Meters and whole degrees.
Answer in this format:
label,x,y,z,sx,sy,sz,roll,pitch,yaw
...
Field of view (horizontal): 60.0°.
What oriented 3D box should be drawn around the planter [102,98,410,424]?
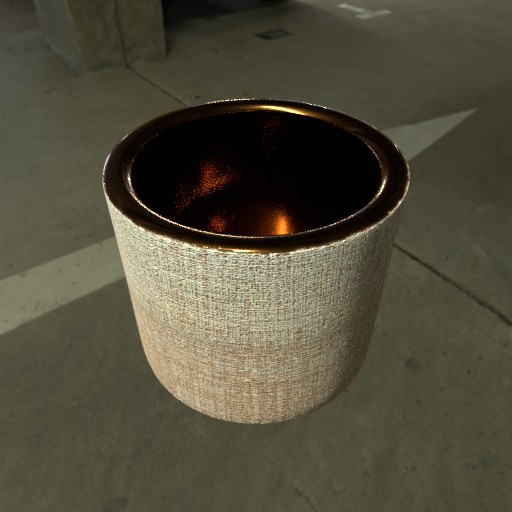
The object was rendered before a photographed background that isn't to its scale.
label,x,y,z,sx,sy,sz,roll,pitch,yaw
planter,0.000,0.000,0.309,0.177,0.157,0.177,0,41,0
